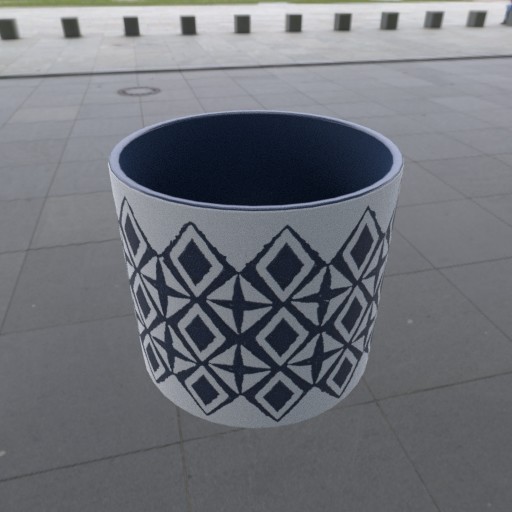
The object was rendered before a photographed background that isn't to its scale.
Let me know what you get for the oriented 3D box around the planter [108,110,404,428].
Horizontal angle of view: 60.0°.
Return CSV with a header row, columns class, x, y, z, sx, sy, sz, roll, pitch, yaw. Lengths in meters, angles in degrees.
class,x,y,z,sx,sy,sz,roll,pitch,yaw
planter,0.000,0.000,0.400,0.224,0.203,0.224,0,32,0
